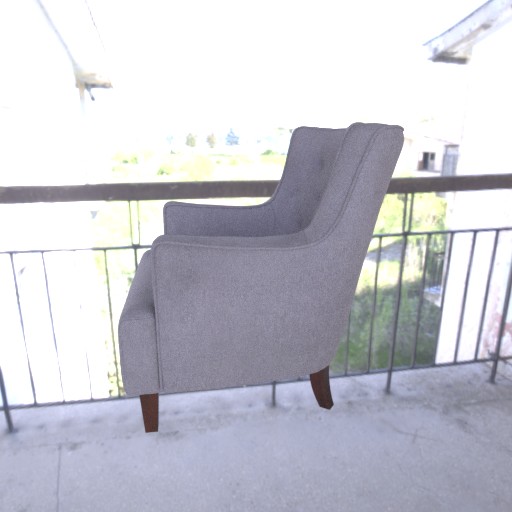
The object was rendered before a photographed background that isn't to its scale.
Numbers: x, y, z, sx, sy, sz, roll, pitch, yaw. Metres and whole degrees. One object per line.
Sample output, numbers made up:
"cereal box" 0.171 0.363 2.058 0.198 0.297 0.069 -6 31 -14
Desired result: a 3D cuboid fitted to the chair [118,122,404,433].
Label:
"chair" 0.000 0.000 1.611 0.910 0.919 0.781 -2 16 -8
